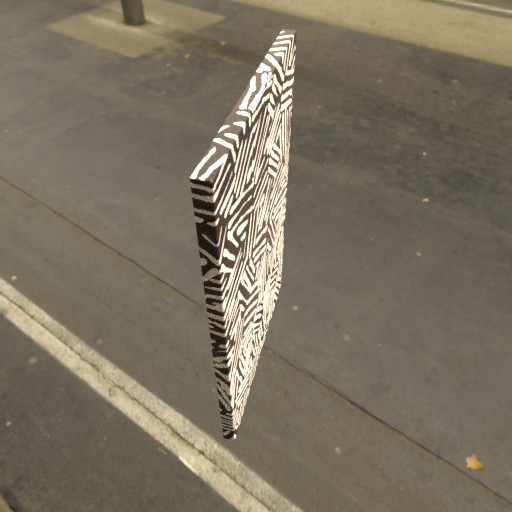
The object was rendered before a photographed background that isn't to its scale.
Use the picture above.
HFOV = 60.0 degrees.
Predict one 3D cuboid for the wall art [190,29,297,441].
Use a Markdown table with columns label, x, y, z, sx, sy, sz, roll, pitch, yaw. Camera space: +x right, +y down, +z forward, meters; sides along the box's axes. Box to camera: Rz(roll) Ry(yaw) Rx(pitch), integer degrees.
| label | x | y | z | sx | sy | sz | roll | pitch | yaw |
| --- | --- | --- | --- | --- | --- | --- | --- | --- | --- |
| wall art | 0.000 | 0.000 | 1.163 | 0.035 | 0.918 | 0.615 | 11 | 47 | 10 |
